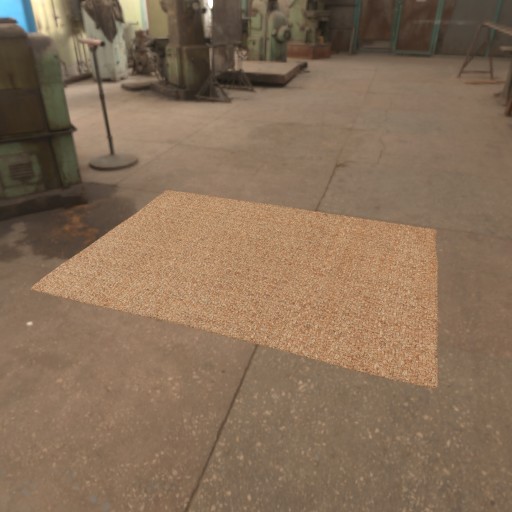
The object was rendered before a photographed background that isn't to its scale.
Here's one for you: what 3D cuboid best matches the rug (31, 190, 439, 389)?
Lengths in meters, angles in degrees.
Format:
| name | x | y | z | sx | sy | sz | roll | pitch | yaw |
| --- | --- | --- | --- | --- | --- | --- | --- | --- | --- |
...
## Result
| name | x | y | z | sx | sy | sz | roll | pitch | yaw |
| --- | --- | --- | --- | --- | --- | --- | --- | --- | --- |
| rug | 0.000 | 0.000 | 2.763 | 2.141 | 0.013 | 1.566 | 10 | 32 | 17 |
